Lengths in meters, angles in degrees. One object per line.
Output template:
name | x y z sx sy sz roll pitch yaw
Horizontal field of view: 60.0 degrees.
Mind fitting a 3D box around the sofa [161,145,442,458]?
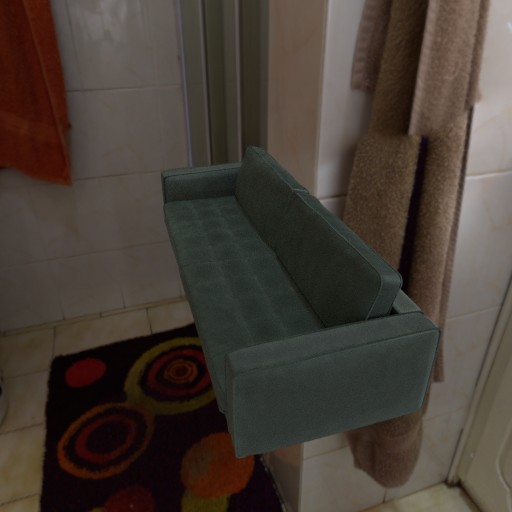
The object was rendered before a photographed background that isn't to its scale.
sofa | 0.000 0.000 2.610 0.886 0.781 2.214 -9 31 -15
